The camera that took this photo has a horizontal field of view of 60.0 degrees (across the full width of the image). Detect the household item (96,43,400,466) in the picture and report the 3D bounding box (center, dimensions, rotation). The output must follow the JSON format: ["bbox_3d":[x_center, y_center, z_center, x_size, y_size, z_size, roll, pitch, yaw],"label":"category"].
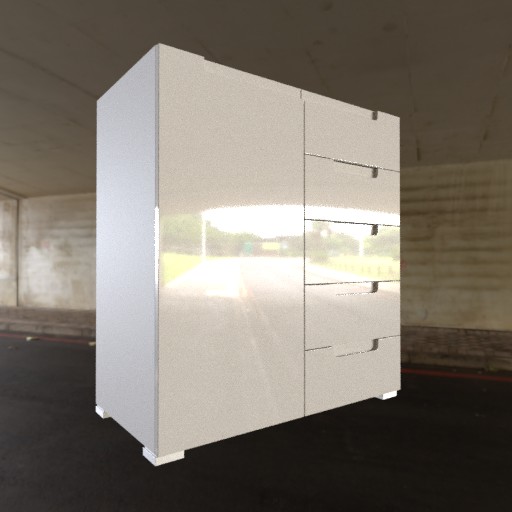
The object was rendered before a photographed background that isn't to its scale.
[{"bbox_3d":[0.000,0.000,1.308,0.800,0.870,0.420,0,-1,-36],"label":"household item"}]
